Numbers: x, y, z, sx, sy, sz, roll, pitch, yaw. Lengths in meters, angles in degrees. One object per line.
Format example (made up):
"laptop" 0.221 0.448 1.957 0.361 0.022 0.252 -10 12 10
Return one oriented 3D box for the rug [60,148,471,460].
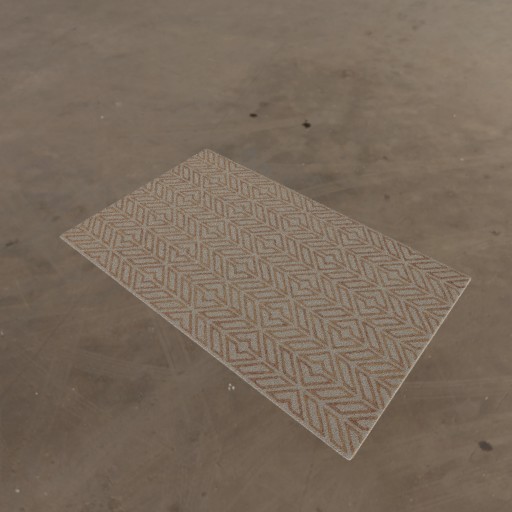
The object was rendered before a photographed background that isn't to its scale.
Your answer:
"rug" 0.000 0.000 3.058 2.438 0.008 1.523 31 53 27
